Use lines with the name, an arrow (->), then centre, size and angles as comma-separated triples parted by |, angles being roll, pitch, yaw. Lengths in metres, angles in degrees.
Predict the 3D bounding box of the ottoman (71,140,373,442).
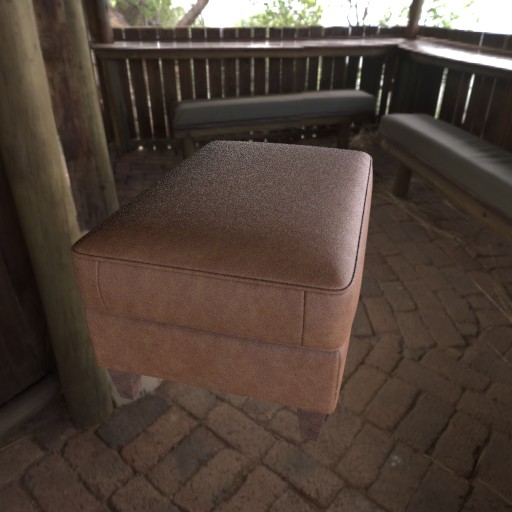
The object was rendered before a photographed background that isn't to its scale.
ottoman -> 0.000, 0.000, 1.245 | 0.584, 0.483, 0.864 | 8, 30, 13
